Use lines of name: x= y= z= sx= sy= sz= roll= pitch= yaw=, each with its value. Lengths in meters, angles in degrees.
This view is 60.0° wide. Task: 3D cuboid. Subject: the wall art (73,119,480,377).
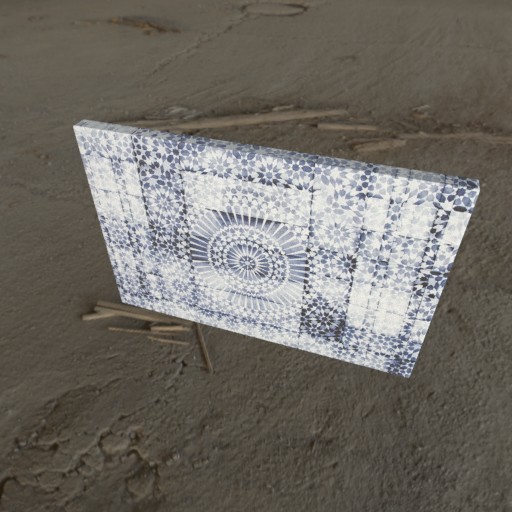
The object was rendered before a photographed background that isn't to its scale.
wall art: x=0.000 y=0.000 z=0.775 sx=0.608 sy=0.406 sz=0.030 roll=12 pitch=42 yaw=14
